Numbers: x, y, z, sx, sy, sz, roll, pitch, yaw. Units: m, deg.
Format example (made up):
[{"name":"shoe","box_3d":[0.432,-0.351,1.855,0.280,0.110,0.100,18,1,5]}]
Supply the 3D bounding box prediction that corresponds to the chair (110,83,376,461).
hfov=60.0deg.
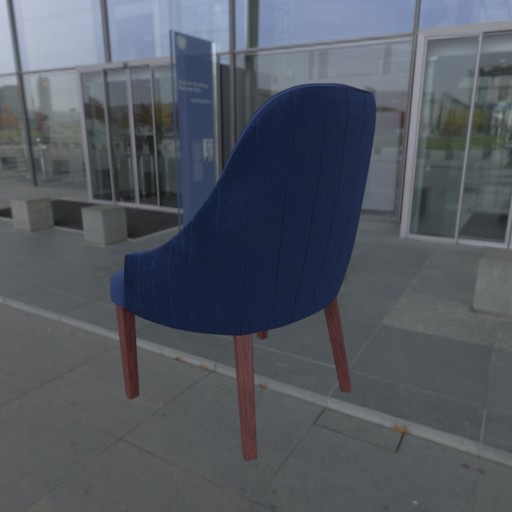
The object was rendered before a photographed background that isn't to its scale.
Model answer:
[{"name":"chair","box_3d":[0.000,0.000,1.271,0.643,0.889,0.575,-15,22,-43]}]
